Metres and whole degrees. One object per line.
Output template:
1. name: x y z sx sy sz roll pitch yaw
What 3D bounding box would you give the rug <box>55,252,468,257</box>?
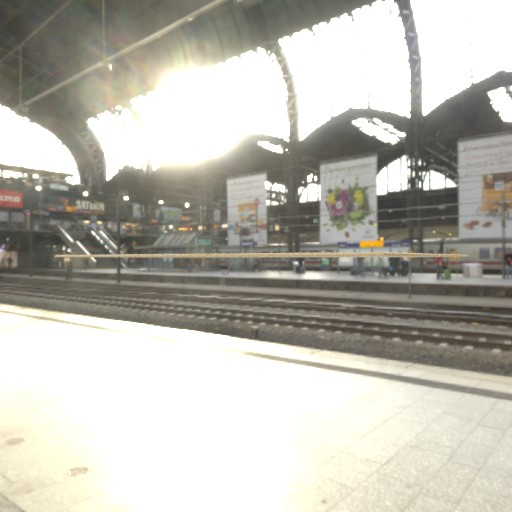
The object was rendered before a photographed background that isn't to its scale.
1. rug: 0.000 0.000 2.936 2.290 0.014 1.526 0 0 36
